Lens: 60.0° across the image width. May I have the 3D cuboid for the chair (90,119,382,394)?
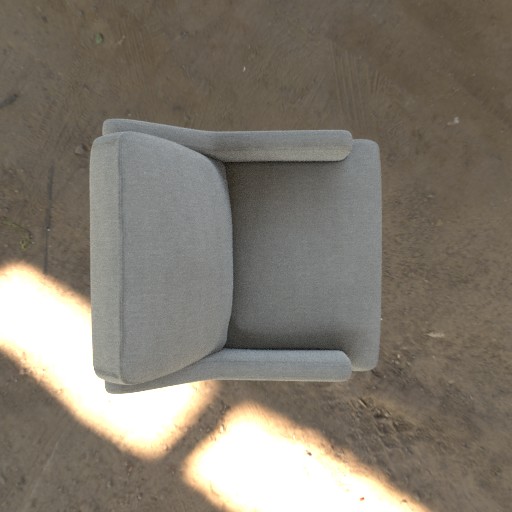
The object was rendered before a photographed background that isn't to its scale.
[{"bbox_3d":[0.000,0.000,1.517,0.892,0.821,0.826,0,91,0],"label":"chair"}]
